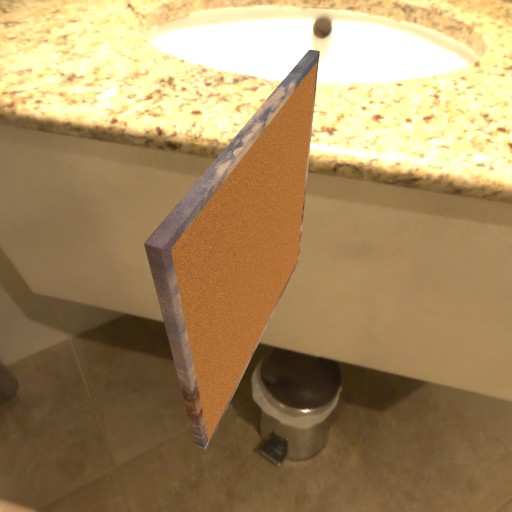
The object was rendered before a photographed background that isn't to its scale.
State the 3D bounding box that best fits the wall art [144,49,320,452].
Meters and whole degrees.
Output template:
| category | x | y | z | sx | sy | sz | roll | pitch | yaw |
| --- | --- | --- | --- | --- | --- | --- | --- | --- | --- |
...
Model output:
| category | x | y | z | sx | sy | sz | roll | pitch | yaw |
| --- | --- | --- | --- | --- | --- | --- | --- | --- | --- |
| wall art | 0.000 | 0.000 | 1.342 | 0.035 | 0.897 | 0.888 | 17 | 48 | 16 |
